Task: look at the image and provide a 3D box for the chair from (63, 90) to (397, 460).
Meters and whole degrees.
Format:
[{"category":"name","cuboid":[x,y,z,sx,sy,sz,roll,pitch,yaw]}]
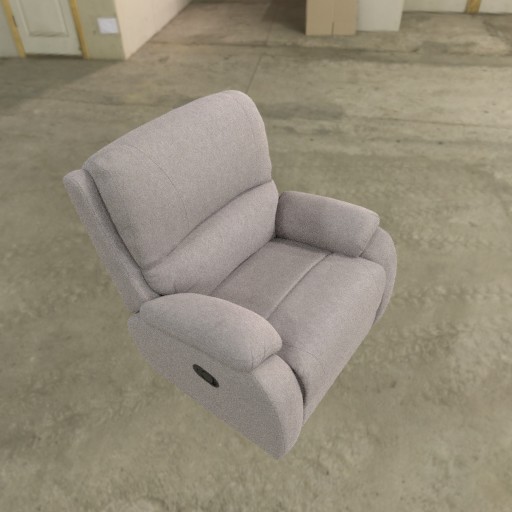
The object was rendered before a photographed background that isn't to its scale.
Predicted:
[{"category":"chair","cuboid":[0.000,0.000,1.712,0.899,1.011,0.930,26,47,26]}]
